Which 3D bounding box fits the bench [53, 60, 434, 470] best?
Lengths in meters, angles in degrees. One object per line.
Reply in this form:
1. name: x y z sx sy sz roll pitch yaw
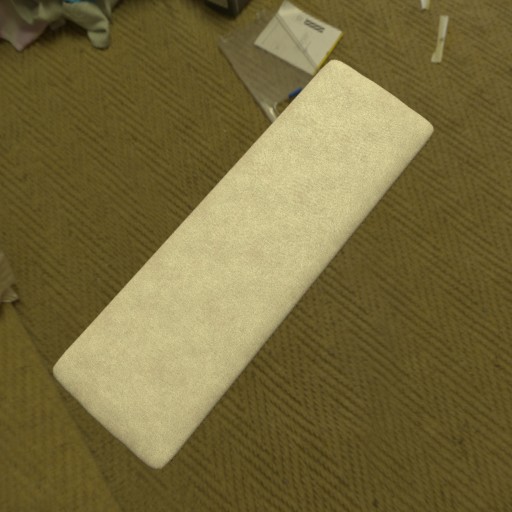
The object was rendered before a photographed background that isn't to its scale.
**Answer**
1. bench: 0.000 0.000 1.662 0.470 0.447 1.482 39 79 9
